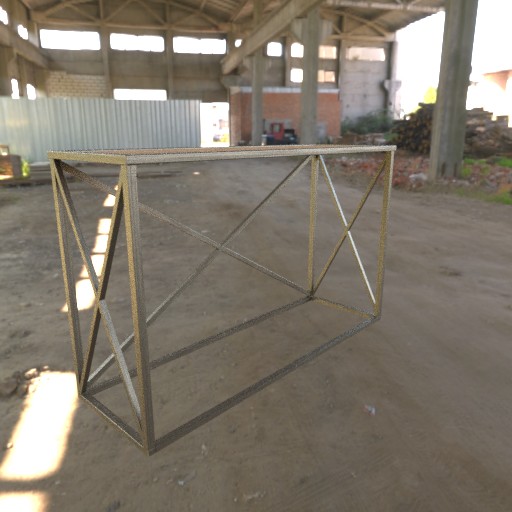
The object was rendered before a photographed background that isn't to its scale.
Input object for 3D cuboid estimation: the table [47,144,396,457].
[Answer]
[{"bbox_3d":[0.000,0.000,1.584,0.402,0.753,1.216,14,21,42],"label":"table"}]
